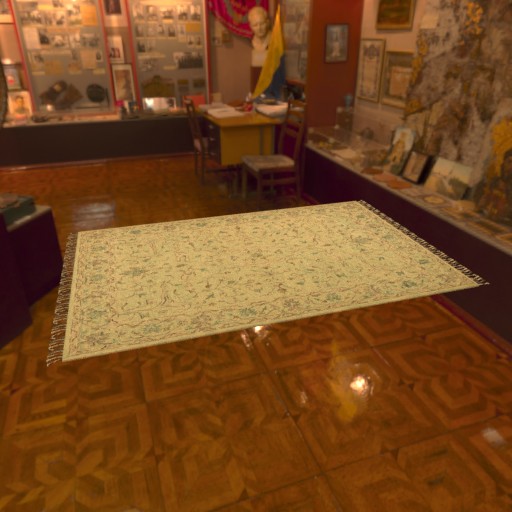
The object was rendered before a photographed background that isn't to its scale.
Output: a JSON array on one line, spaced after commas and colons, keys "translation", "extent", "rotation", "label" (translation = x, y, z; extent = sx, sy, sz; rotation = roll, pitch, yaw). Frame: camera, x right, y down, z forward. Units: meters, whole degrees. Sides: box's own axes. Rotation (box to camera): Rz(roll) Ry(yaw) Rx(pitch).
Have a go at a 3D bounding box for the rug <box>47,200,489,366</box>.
[{"translation": [0.000, 0.000, 2.947], "extent": [2.435, 0.010, 1.544], "rotation": [-8, 28, -15], "label": "rug"}]
